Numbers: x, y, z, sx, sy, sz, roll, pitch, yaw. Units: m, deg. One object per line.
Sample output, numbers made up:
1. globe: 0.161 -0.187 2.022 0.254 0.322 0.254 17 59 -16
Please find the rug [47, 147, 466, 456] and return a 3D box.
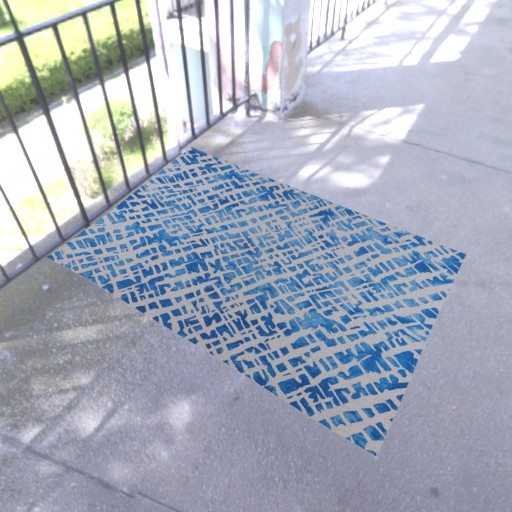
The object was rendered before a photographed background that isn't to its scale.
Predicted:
1. rug: 0.000 0.000 2.304 1.830 0.011 1.209 25 52 22
